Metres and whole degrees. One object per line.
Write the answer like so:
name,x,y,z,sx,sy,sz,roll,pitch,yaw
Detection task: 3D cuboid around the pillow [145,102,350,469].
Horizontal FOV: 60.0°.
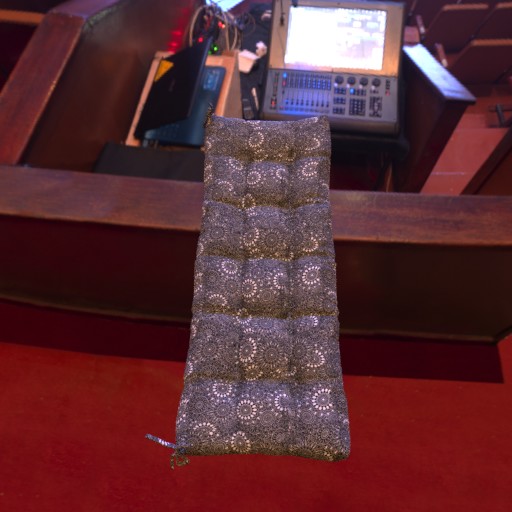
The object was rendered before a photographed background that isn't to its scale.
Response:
pillow,0.000,0.000,1.366,0.511,0.174,1.194,1,63,1
